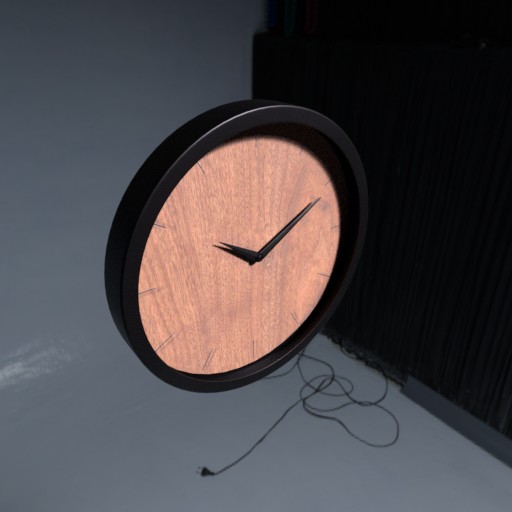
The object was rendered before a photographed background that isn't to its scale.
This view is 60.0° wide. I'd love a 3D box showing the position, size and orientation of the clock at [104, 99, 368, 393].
[{"bbox_3d":[0.000,0.000,0.473,0.314,0.314,0.040,-20,34,-32],"label":"clock"}]
